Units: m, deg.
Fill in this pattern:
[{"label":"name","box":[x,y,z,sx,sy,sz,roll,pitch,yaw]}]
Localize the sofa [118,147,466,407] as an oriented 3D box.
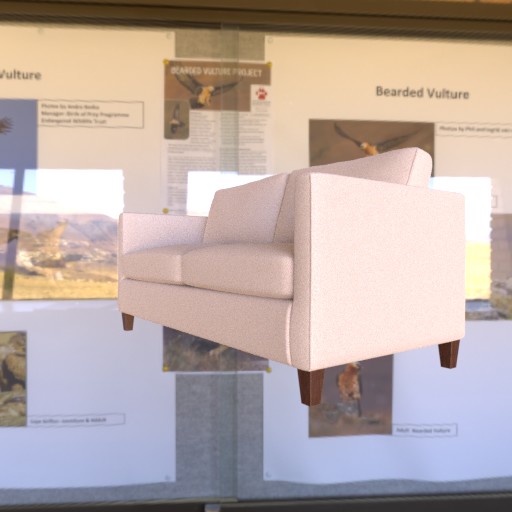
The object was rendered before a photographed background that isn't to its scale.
[{"label":"sofa","box":[0.000,0.000,2.210,0.873,0.888,1.722,0,0,-36]}]
